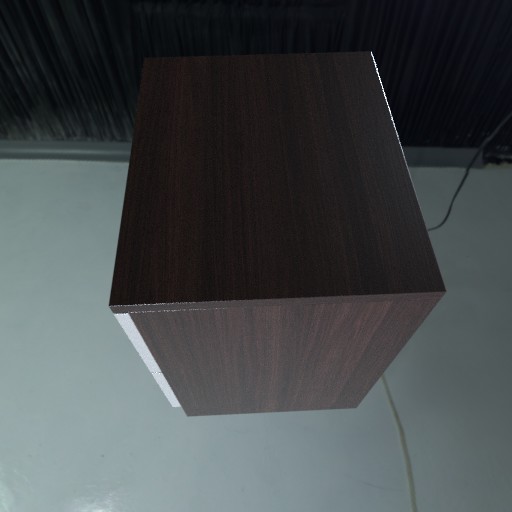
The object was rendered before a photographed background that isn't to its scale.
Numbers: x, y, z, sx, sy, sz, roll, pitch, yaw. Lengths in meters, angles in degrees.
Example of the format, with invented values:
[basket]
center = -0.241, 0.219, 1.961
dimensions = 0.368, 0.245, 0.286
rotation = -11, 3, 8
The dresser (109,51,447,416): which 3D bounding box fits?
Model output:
[dresser]
center = 0.000, 0.000, 0.741
dimensions = 0.360, 0.470, 0.400
rotation = -2, 58, -1
